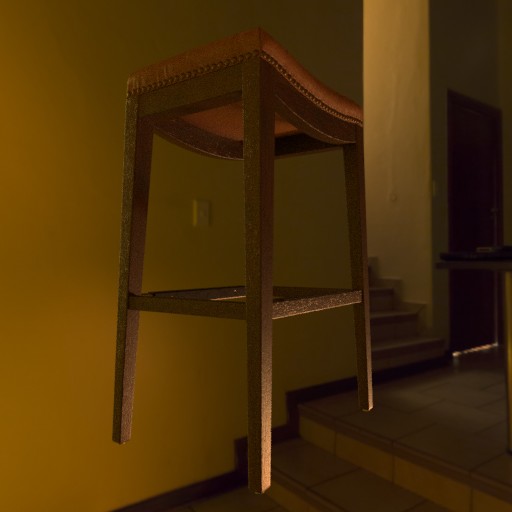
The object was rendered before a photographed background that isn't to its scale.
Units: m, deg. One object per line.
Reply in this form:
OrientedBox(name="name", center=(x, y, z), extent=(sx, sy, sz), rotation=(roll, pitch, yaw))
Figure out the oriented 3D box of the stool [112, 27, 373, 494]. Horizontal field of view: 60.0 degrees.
OrientedBox(name="stool", center=(0.000, 0.000, 1.001), extent=(0.361, 0.759, 0.500), rotation=(-1, -1, 34))
